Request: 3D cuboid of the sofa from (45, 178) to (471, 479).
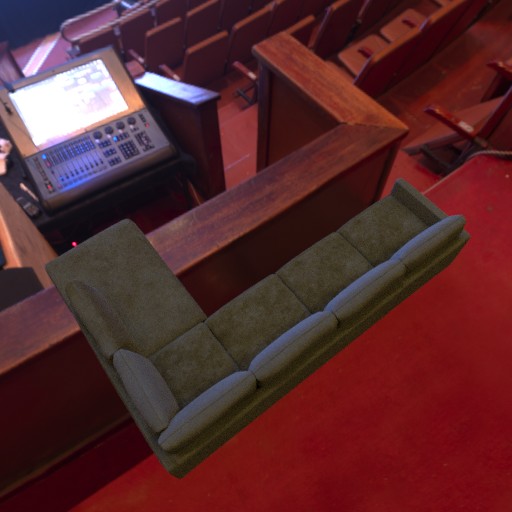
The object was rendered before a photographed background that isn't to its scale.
[{"bbox_3d":[0.000,0.000,3.151,2.486,0.687,1.707,-33,65,-18],"label":"sofa"}]
